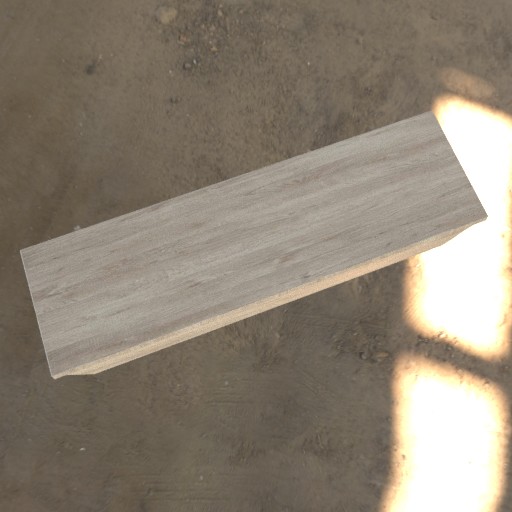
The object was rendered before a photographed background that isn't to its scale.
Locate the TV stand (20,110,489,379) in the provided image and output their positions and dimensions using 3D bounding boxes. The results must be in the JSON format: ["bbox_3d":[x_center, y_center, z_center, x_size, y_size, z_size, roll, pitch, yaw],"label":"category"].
[{"bbox_3d":[0.000,0.000,1.562,1.313,0.565,0.401,-20,77,-5],"label":"TV stand"}]
